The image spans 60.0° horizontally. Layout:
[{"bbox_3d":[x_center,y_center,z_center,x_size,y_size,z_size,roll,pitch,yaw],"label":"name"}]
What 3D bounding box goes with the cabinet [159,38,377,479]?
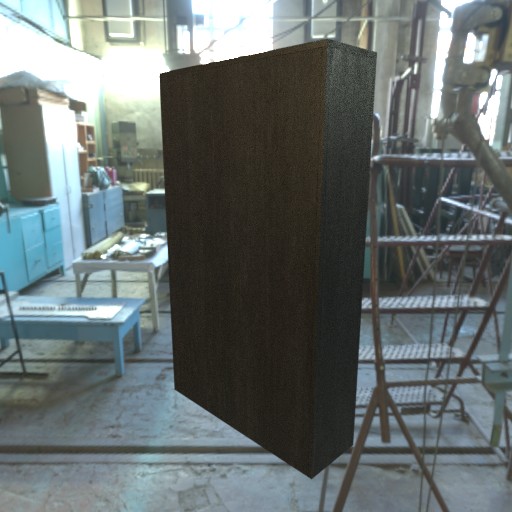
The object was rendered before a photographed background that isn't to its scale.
[{"bbox_3d":[0.000,0.000,1.589,0.250,1.280,0.750,-14,19,-43],"label":"cabinet"}]
